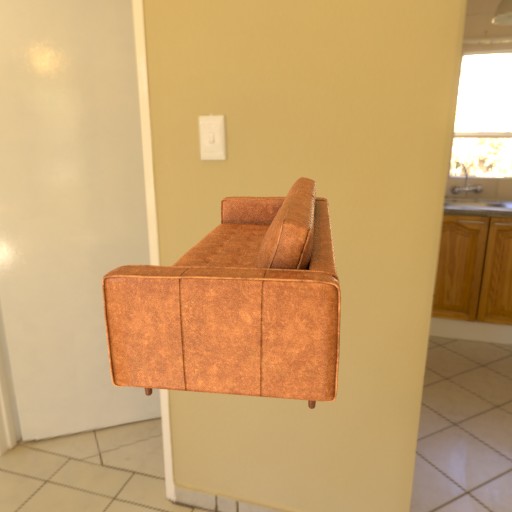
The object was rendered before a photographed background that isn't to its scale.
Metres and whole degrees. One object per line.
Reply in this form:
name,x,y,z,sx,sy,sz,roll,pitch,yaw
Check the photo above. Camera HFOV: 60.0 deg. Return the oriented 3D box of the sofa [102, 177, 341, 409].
sofa,0.000,0.000,2.622,0.886,0.779,2.199,2,15,8
